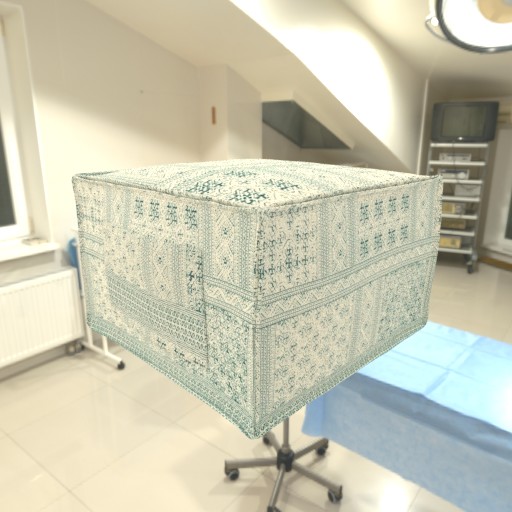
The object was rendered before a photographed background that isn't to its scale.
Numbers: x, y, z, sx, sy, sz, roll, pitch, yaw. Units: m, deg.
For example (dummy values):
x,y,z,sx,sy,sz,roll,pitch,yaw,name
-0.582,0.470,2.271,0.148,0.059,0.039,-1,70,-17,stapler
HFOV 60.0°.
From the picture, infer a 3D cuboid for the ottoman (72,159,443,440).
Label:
x,y,z,sx,sy,sz,roll,pitch,yaw,name
0.000,0.000,1.060,0.626,0.439,0.617,-15,22,-43,ottoman
